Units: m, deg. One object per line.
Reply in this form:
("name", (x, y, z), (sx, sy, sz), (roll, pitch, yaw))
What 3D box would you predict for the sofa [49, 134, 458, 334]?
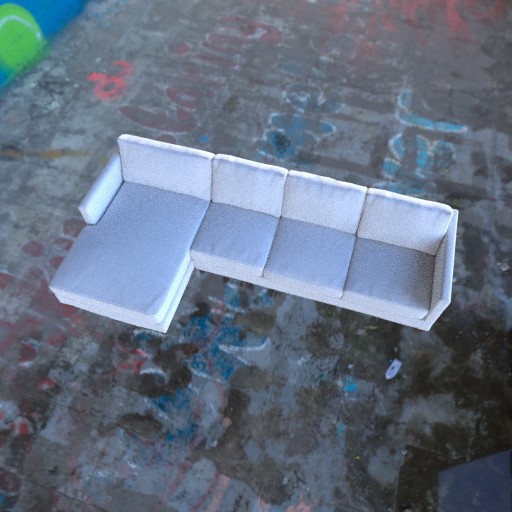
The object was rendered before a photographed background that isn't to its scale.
("sofa", (0.000, 0.000, 3.864), (3.186, 0.861, 1.625), (15, 59, 9))
